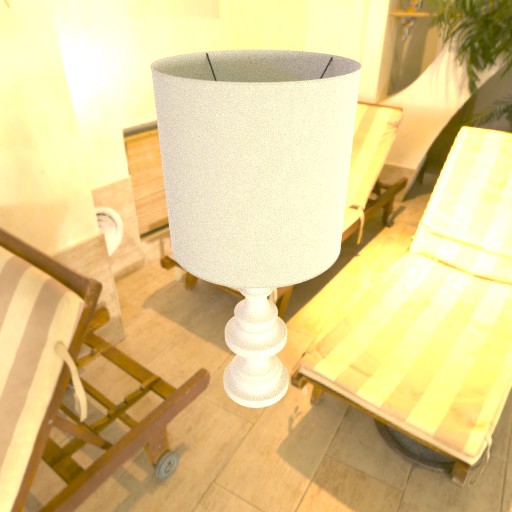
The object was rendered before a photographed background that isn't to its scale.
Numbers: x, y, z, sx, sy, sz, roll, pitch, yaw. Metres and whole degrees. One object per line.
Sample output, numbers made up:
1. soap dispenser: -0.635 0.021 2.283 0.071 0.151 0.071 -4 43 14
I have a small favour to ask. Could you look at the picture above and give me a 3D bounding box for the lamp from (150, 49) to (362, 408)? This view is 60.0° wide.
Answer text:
1. lamp: 0.000 0.000 0.564 0.208 0.455 0.208 21 37 30
